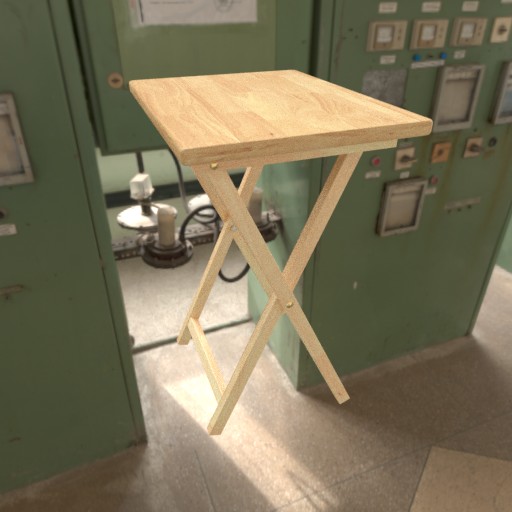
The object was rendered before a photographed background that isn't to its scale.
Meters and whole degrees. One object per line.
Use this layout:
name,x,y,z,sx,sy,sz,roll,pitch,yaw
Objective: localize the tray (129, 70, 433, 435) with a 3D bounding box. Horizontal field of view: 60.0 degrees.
tray,0.000,0.000,0.956,0.381,0.660,0.483,-11,33,-18
